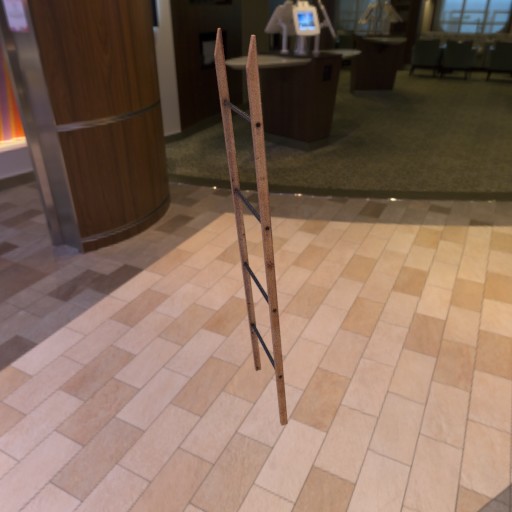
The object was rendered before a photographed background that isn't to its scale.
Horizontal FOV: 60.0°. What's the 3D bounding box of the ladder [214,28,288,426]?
[{"bbox_3d":[0.000,0.000,1.992,0.200,1.805,0.442,-10,31,-16],"label":"ladder"}]
